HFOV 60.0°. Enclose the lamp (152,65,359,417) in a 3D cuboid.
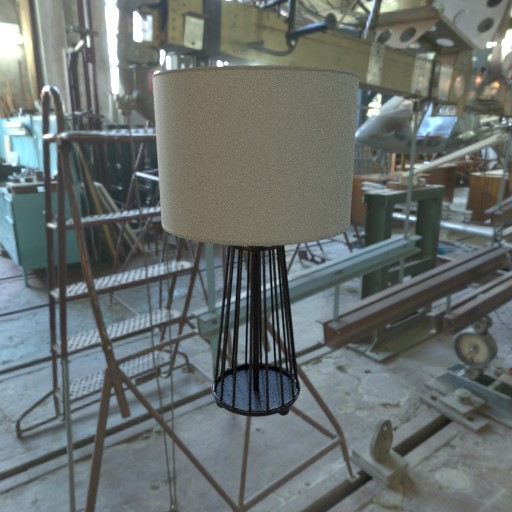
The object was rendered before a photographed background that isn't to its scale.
[{"bbox_3d":[0.000,0.000,0.791,0.322,0.593,0.322,2,17,7],"label":"lamp"}]
